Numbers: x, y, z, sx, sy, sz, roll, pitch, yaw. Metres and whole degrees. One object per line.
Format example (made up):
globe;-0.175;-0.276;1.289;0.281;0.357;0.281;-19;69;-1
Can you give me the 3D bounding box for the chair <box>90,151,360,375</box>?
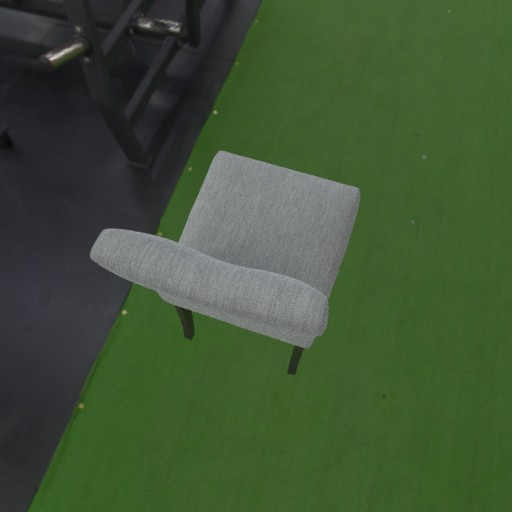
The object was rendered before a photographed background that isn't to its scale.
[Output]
chair;0.000;0.000;1.272;0.487;0.884;0.629;17;65;8
